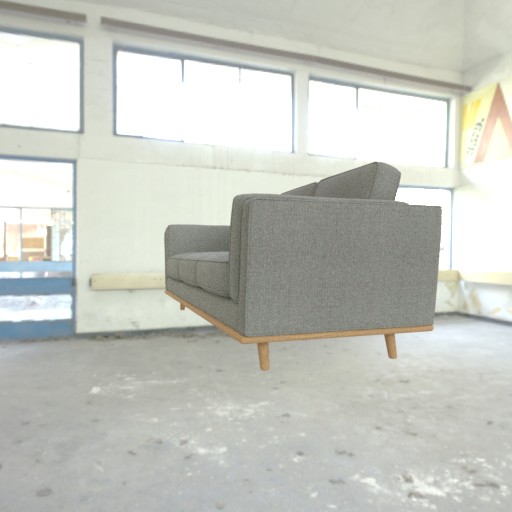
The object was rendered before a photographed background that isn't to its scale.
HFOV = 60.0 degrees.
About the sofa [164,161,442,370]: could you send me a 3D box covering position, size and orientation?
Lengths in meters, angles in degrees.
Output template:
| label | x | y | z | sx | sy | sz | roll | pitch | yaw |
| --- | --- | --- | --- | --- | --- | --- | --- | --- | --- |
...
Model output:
| label | x | y | z | sx | sy | sz | roll | pitch | yaw |
| --- | --- | --- | --- | --- | --- | --- | --- | --- | --- |
| sofa | 0.000 | 0.000 | 2.803 | 0.903 | 0.899 | 2.362 | 0 | 0 | -19 |
